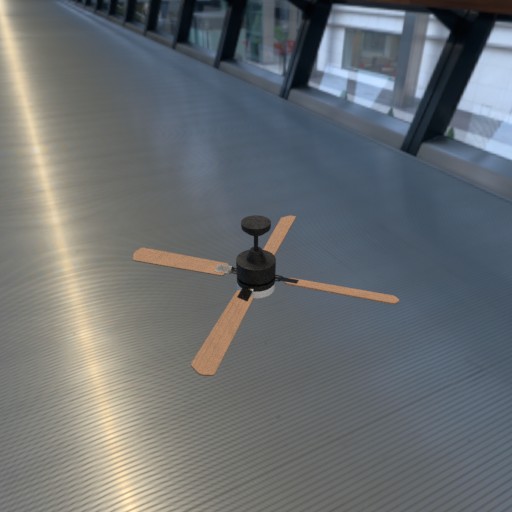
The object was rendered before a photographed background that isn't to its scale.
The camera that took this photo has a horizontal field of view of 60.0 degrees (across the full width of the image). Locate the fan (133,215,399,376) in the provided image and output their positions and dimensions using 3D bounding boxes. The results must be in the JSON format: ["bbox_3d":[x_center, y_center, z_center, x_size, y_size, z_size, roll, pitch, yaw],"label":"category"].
[{"bbox_3d":[0.000,0.000,2.063,1.320,0.355,1.320,10,33,15],"label":"fan"}]
